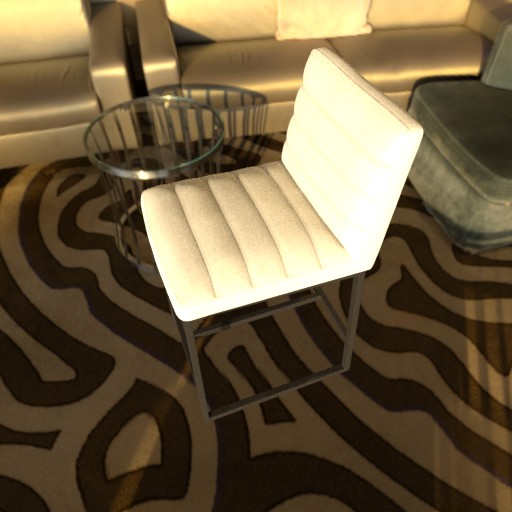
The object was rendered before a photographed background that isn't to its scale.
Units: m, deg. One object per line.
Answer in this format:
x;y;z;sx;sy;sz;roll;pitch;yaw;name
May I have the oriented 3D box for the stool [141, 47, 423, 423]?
0.000;0.000;1.297;0.567;0.971;0.459;-16;49;-14;stool
